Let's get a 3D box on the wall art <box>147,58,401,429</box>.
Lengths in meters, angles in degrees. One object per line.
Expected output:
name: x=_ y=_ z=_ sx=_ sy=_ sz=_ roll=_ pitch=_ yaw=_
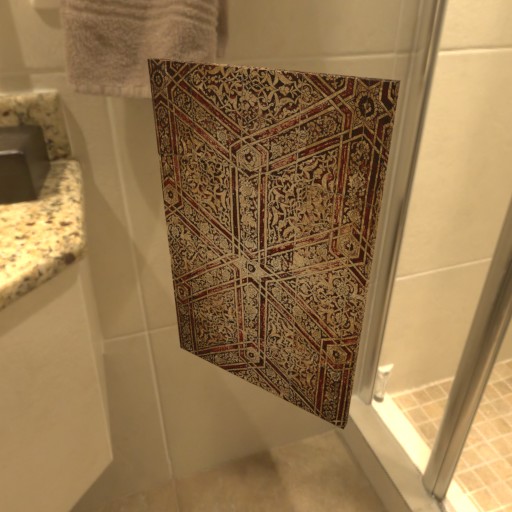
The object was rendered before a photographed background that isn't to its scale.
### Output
wall art: x=0.000 y=0.000 z=0.761 sx=0.397 sy=0.599 sz=0.020 roll=19 pitch=35 yaw=28
